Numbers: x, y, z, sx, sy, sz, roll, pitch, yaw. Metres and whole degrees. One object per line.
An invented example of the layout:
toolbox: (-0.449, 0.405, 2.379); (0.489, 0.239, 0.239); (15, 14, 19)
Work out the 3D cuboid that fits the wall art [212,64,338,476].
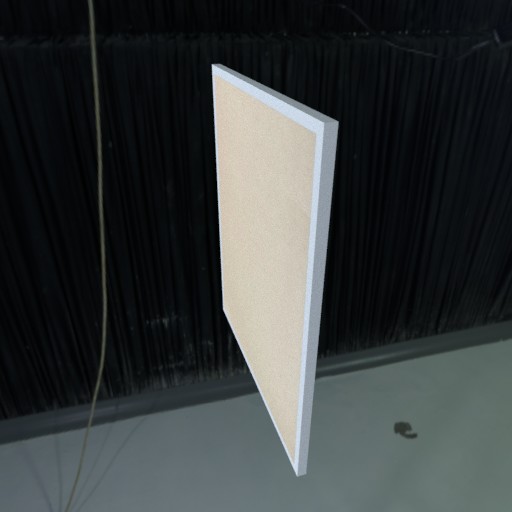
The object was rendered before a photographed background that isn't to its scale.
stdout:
wall art: (0.000, 0.000, 0.624); (0.013, 0.456, 0.382); (-9, 31, -16)
